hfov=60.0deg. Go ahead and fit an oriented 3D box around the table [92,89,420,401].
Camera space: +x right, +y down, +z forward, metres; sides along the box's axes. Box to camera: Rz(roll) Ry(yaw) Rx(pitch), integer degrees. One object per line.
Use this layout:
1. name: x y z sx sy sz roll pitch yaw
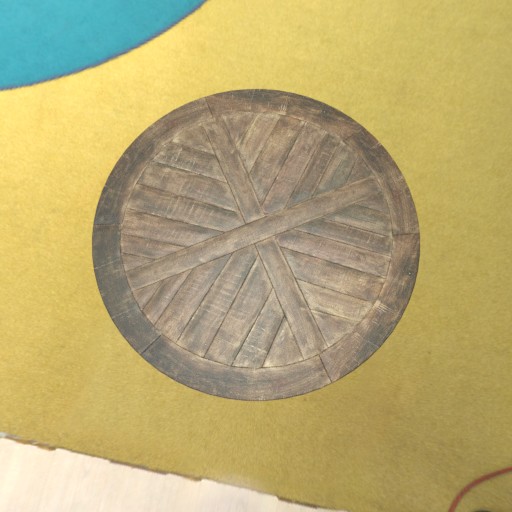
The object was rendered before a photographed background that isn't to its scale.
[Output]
1. table: 0.000 0.000 2.077 1.264 0.762 1.264 0 74 0
